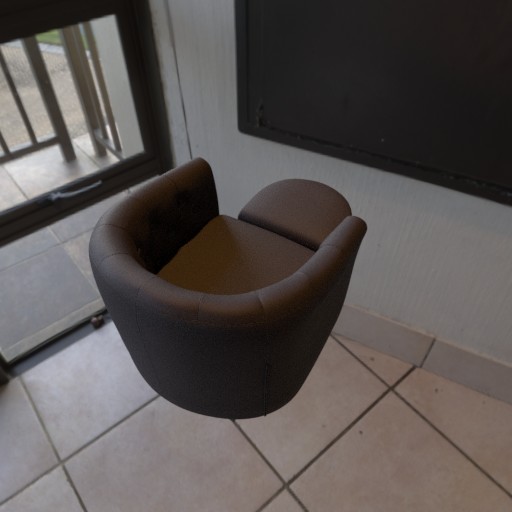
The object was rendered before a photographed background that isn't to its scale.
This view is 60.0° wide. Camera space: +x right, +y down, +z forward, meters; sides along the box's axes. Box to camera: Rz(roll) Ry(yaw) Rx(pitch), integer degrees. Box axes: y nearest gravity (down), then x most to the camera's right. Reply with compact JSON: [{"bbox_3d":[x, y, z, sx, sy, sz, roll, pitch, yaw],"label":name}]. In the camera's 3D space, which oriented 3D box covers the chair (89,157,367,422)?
[{"bbox_3d":[0.000,0.000,1.717,0.763,0.760,1.191,24,51,21],"label":"chair"}]
